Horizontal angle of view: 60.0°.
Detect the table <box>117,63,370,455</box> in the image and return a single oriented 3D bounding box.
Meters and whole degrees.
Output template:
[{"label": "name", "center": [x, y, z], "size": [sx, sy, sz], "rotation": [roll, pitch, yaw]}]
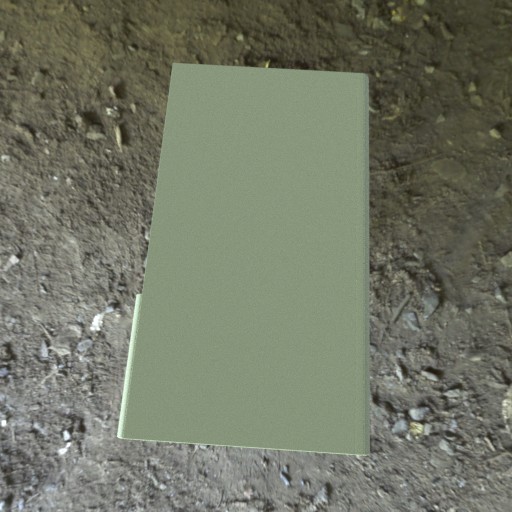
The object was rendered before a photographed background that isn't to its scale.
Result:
[{"label": "table", "center": [0.000, 0.000, 1.447], "size": [0.639, 0.442, 1.097], "rotation": [4, 75, 1]}]
